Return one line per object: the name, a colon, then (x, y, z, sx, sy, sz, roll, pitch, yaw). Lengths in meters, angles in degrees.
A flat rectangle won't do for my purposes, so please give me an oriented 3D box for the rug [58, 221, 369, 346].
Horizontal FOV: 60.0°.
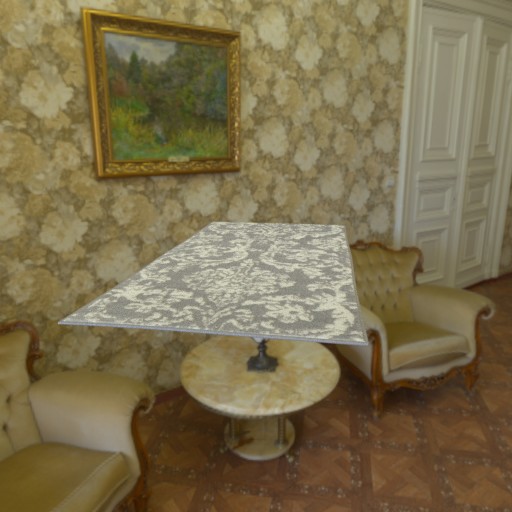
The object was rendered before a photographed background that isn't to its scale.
rug: (0.000, 0.000, 1.416, 0.604, 0.007, 1.219, 2, 14, 9)
